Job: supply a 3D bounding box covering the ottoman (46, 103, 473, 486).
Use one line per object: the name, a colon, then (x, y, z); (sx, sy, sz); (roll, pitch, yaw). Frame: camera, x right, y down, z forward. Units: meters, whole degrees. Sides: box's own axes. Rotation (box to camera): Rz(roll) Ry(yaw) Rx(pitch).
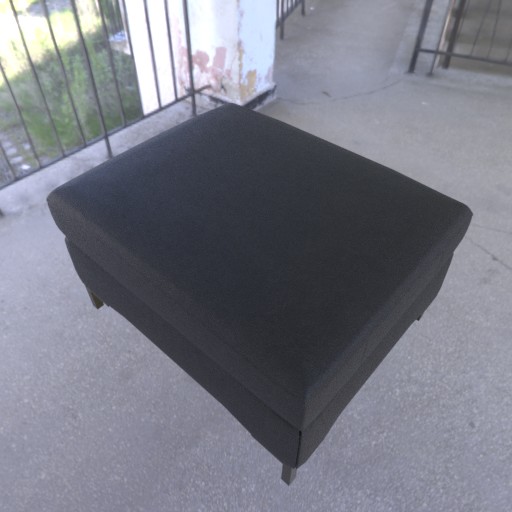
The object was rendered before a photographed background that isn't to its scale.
ottoman: (0.000, 0.000, 1.728); (1.187, 0.696, 0.967); (33, 54, 28)
